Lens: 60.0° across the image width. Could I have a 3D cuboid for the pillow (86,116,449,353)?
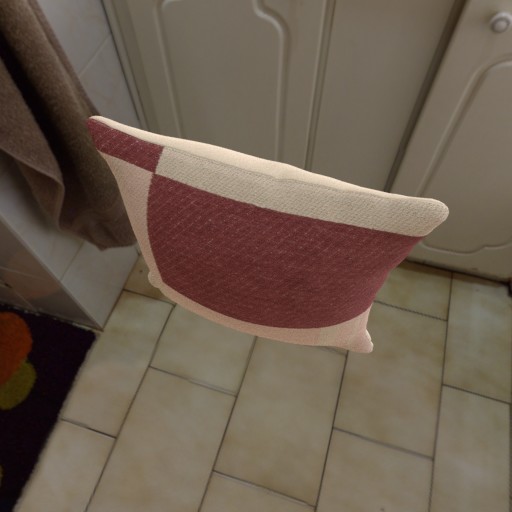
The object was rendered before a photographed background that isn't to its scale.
[{"bbox_3d":[0.000,0.000,0.795,0.536,0.506,0.229,17,61,10],"label":"pillow"}]
